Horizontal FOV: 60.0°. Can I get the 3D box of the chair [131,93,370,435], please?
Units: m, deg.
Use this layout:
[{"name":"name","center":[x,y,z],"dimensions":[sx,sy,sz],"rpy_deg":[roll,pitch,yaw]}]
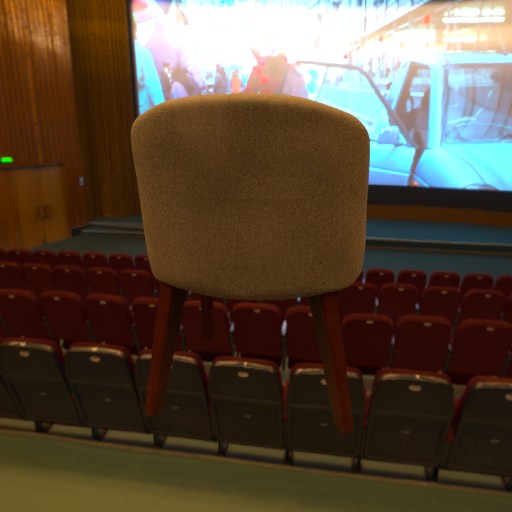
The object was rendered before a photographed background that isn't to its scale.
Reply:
[{"name":"chair","center":[0.000,0.000,1.236],"dimensions":[0.583,0.811,0.655],"rpy_deg":[2,16,9]}]
